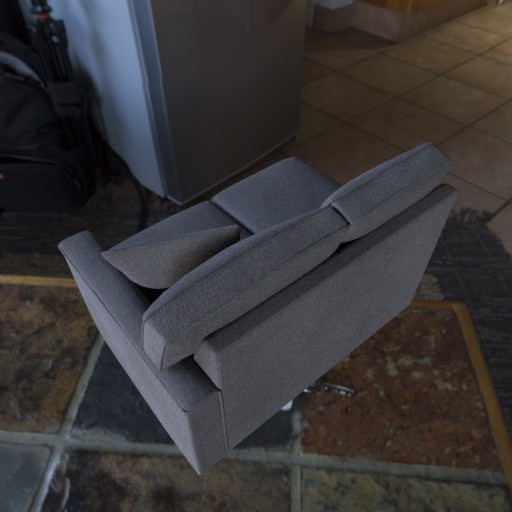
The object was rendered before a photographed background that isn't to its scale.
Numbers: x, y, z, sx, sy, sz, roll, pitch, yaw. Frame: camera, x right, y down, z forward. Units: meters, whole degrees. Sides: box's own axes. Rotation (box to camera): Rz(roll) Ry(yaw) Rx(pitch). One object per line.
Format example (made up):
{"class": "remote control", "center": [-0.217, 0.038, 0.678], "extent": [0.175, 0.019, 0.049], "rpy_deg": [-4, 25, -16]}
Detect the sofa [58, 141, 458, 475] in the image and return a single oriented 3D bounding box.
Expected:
{"class": "sofa", "center": [0.000, 0.000, 2.012], "extent": [1.388, 0.989, 0.991], "rpy_deg": [-31, 54, -26]}
